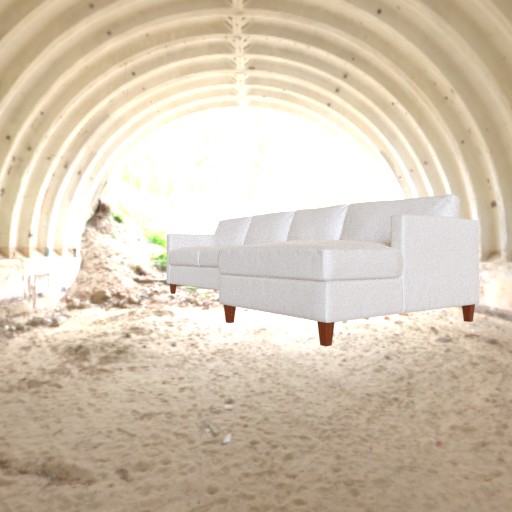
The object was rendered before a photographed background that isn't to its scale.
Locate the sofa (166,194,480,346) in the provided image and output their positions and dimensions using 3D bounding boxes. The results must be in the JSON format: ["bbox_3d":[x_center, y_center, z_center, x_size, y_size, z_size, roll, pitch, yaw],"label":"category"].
[{"bbox_3d":[0.000,0.000,4.188,1.606,0.954,3.471,0,0,-36],"label":"sofa"}]
